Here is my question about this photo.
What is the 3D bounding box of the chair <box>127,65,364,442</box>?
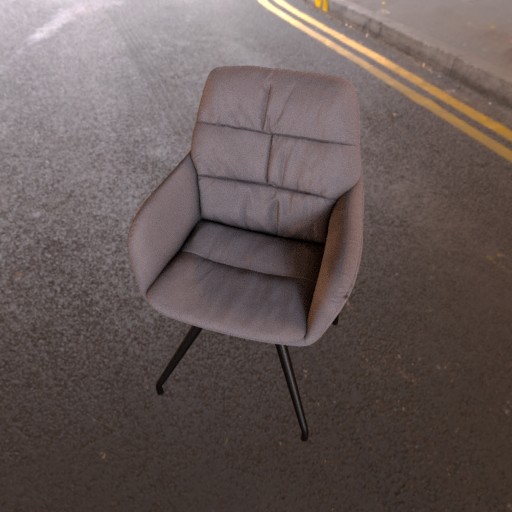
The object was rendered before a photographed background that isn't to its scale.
[{"bbox_3d":[0.000,0.000,1.265,0.579,0.888,0.569,13,43,14],"label":"chair"}]
